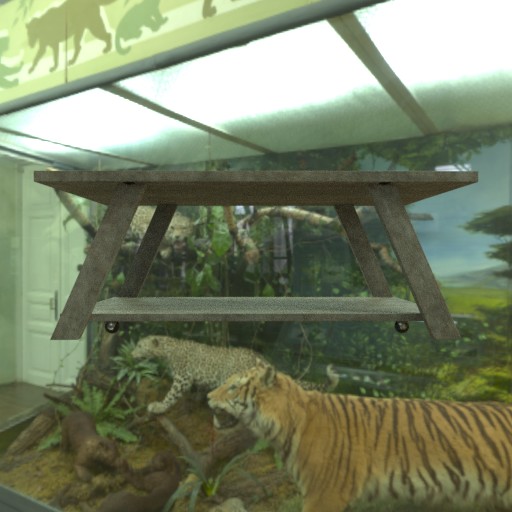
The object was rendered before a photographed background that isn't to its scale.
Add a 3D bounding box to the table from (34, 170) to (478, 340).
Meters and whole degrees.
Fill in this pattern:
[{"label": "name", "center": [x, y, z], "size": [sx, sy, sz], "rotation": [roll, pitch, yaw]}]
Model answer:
[{"label": "table", "center": [0.000, 0.000, 1.520], "size": [1.219, 0.470, 0.610], "rotation": [0, 0, 0]}]
